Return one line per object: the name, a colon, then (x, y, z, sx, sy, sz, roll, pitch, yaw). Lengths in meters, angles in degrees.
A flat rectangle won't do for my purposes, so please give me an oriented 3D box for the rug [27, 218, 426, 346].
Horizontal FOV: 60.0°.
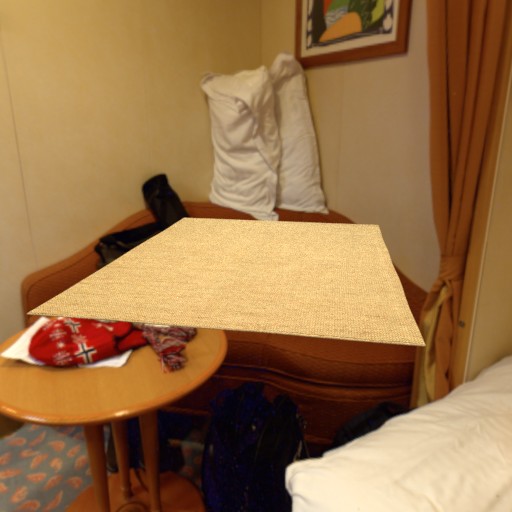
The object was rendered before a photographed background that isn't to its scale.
rug: (0.000, 0.000, 4.028, 2.406, 0.012, 3.034, 3, 17, 10)
